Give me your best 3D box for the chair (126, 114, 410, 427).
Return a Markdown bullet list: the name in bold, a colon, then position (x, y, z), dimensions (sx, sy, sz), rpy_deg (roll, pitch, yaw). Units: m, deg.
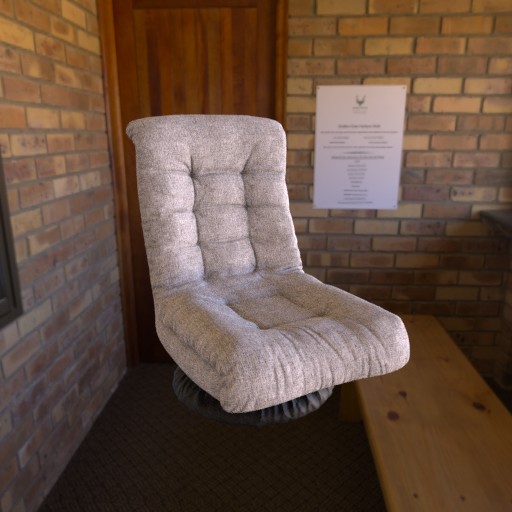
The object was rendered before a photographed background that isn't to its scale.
- **chair**: position (0.000, 0.000, 0.956), dimensions (0.400, 0.600, 0.583), rpy_deg (-8, 17, -28)
